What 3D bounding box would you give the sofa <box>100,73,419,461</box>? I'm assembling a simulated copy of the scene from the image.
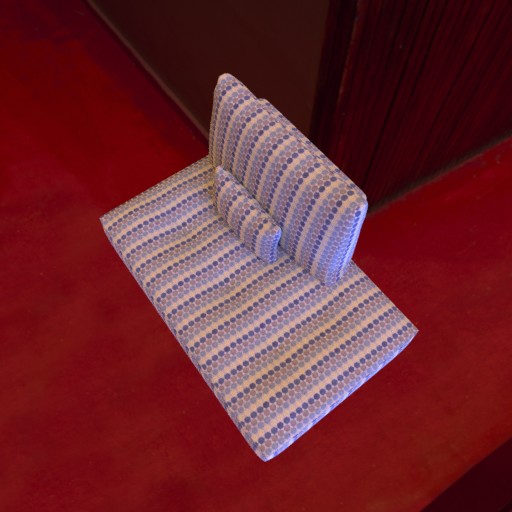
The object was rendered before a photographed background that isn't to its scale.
[{"bbox_3d":[0.000,0.000,2.071,1.000,0.820,1.450,-34,68,-16],"label":"sofa"}]
